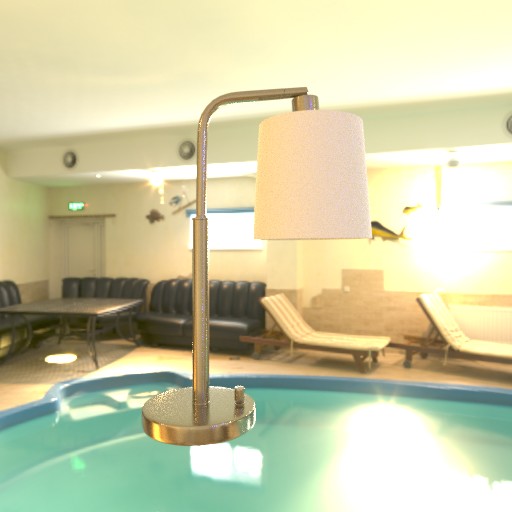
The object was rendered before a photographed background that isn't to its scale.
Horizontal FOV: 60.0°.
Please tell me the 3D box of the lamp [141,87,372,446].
[{"bbox_3d":[0.000,0.000,0.646,0.333,0.489,0.171,0,1,0],"label":"lamp"}]
